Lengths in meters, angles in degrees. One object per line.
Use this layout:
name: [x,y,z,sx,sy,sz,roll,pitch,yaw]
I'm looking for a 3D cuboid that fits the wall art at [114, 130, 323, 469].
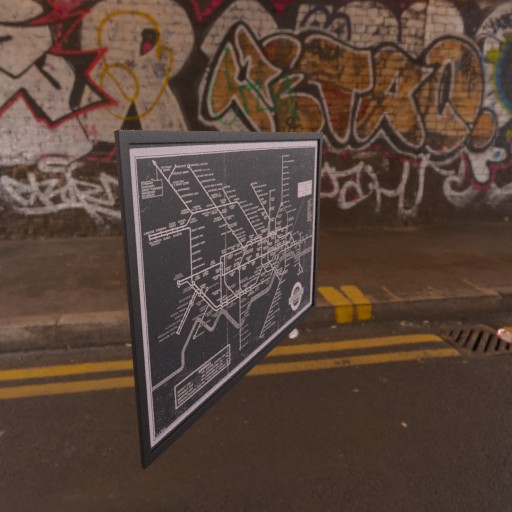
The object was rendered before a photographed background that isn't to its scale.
wall art: [0.000,0.000,1.502,0.013,0.811,1.192,8,17,27]
